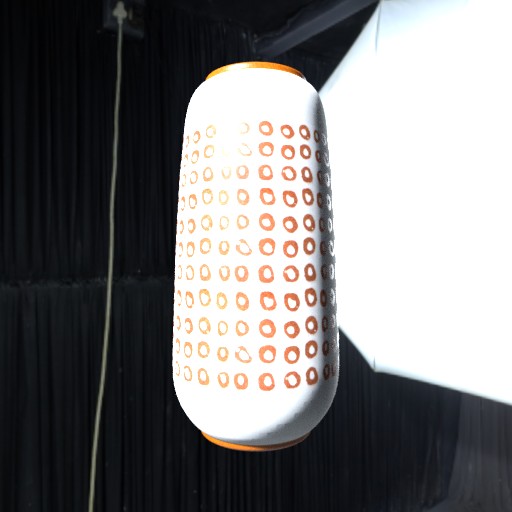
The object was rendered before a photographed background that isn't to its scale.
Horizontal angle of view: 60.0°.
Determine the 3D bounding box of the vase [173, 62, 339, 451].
[{"bbox_3d":[0.000,0.000,0.362,0.133,0.282,0.133,0,0,0],"label":"vase"}]
